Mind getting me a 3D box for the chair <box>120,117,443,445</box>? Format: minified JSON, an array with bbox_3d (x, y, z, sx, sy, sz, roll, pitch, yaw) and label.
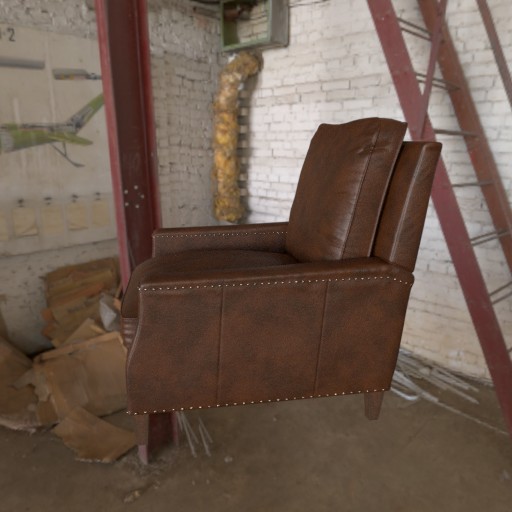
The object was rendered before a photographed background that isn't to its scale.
[{"bbox_3d":[0.000,0.000,1.791,1.035,1.054,0.854,-2,15,-9],"label":"chair"}]
